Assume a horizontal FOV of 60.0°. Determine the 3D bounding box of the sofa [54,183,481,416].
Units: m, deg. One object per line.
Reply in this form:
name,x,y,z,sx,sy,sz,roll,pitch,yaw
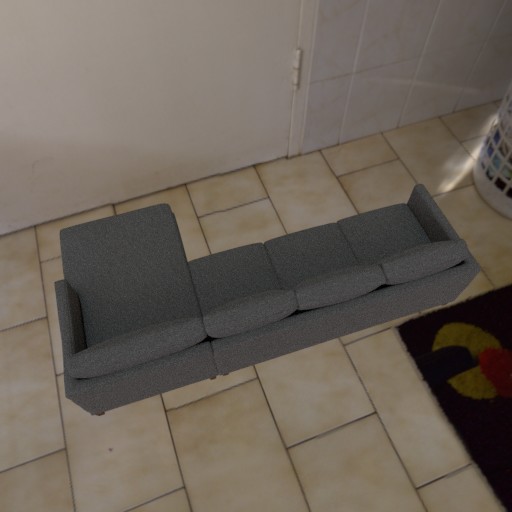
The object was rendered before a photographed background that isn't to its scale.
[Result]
sofa,0.000,0.000,3.792,3.186,0.846,1.625,-16,60,-9
